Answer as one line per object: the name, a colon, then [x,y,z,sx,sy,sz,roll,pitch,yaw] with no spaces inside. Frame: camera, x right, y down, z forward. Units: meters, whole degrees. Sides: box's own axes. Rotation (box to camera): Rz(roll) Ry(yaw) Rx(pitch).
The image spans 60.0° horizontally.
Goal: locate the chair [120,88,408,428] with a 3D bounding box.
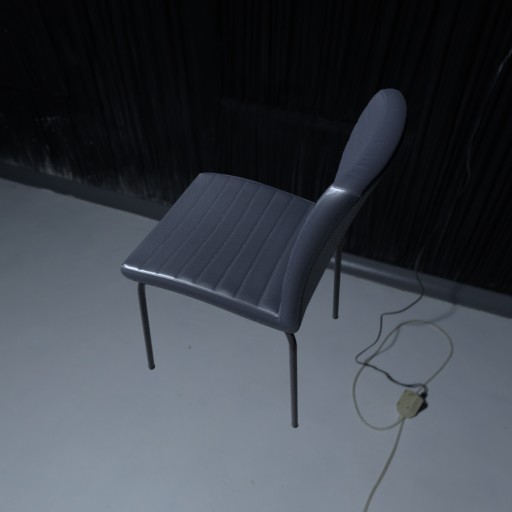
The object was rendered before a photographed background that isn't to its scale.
chair: [0.000,0.000,1.178,0.572,0.872,0.450,18,49,16]
